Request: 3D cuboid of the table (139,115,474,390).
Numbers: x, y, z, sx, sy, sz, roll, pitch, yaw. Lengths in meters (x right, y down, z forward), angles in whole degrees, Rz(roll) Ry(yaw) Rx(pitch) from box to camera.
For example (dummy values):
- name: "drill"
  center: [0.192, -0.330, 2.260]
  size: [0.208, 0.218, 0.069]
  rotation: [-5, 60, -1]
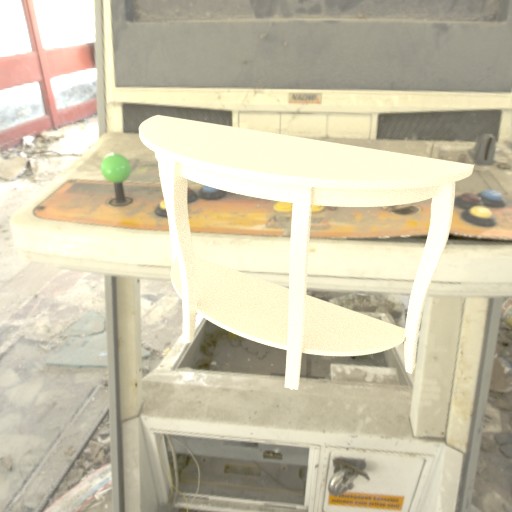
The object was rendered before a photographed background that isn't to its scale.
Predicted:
- name: "table"
  center: [0.000, 0.000, 1.592]
  size: [1.219, 0.780, 0.394]
  rotation: [18, 34, 28]
